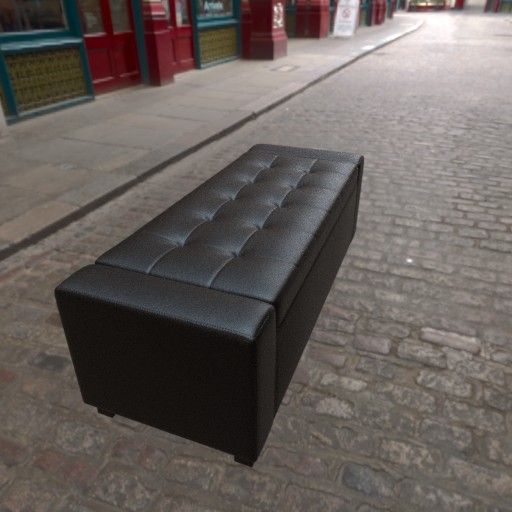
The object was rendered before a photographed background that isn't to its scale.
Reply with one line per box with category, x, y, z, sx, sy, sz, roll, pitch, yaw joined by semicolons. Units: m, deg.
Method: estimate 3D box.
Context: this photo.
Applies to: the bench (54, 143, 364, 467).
bench;0.000;0.000;1.552;0.508;0.445;1.296;11;31;18
